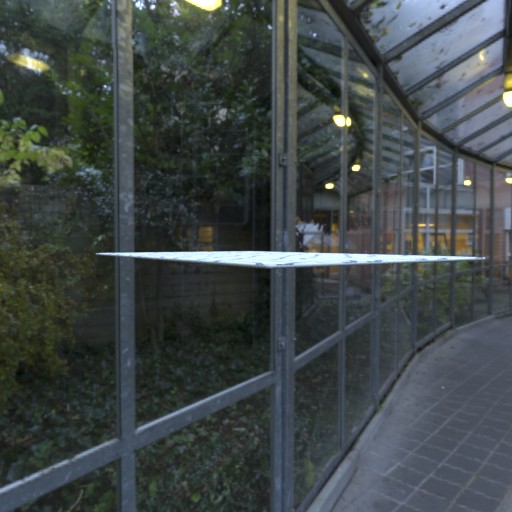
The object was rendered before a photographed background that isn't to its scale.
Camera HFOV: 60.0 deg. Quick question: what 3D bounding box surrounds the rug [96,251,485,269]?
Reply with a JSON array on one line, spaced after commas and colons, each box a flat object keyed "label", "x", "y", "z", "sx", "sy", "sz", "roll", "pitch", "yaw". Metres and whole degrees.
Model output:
[{"label": "rug", "x": 0.000, "y": 0.000, "z": 3.034, "sx": 1.521, "sy": 0.017, "sz": 2.365, "roll": -1, "pitch": 2, "yaw": -34}]
